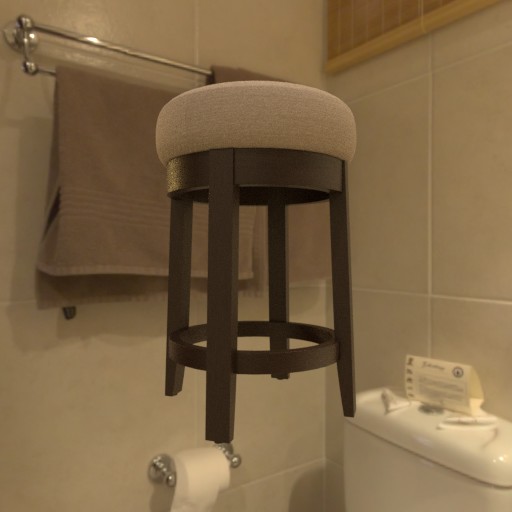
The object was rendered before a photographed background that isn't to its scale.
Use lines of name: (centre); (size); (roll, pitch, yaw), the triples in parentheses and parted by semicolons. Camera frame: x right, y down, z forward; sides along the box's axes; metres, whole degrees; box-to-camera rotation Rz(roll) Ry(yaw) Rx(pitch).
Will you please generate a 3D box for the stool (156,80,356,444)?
stool: (0.000, 0.000, 1.003); (0.443, 0.672, 0.443); (0, 0, 0)
